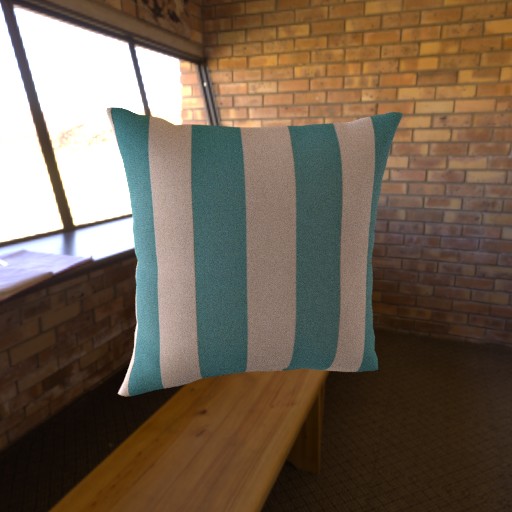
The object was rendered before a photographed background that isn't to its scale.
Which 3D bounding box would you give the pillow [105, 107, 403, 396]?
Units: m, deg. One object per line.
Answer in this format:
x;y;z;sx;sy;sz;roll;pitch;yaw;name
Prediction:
0.000;0.000;0.834;0.536;0.526;0.189;-2;14;-10;pillow
